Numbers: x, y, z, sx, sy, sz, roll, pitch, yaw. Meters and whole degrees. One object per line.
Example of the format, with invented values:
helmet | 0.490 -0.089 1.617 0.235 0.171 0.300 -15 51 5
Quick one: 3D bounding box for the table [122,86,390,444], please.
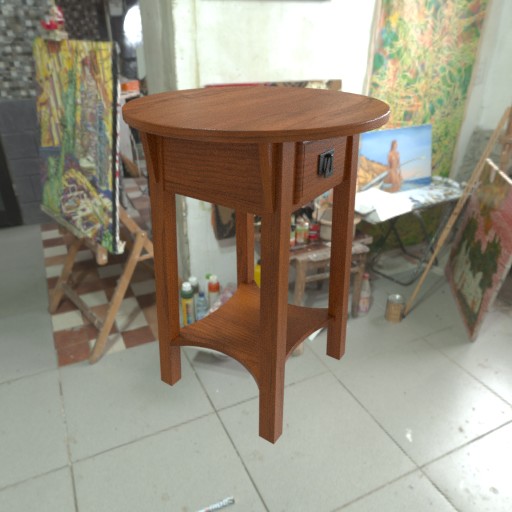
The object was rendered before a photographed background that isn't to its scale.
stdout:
table | 0.000 0.000 0.921 0.457 0.610 0.457 0 28 0
